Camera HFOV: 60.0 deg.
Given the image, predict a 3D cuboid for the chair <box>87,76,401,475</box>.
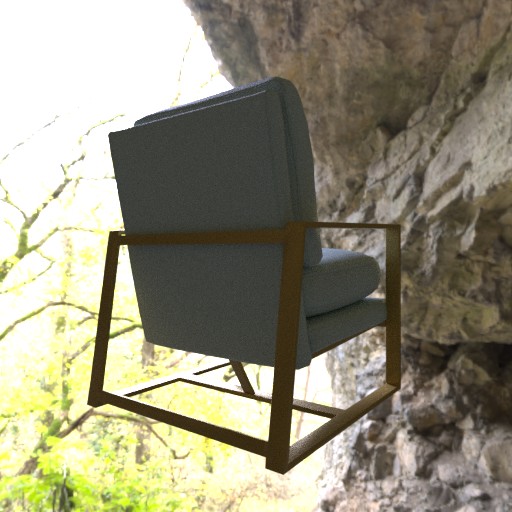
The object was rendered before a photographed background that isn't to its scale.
[{"bbox_3d":[0.000,0.000,1.522,0.758,0.956,0.813,0,1,37],"label":"chair"}]
